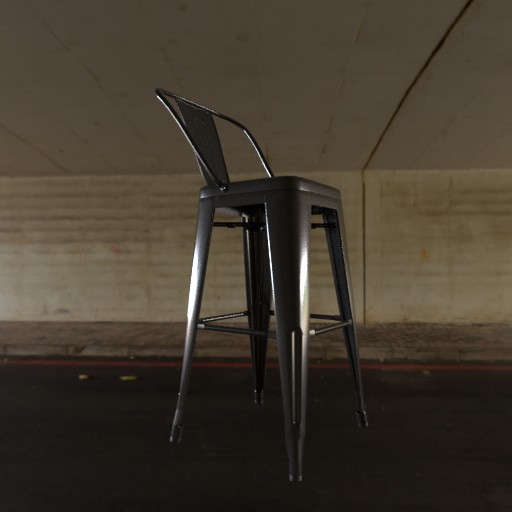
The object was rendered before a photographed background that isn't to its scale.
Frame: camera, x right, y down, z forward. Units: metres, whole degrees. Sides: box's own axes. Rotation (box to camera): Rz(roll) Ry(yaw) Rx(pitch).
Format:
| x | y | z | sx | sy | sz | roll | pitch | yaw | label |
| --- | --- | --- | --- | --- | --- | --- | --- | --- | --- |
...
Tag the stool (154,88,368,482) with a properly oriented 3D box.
| x | y | z | sx | sy | sz | roll | pitch | yaw | label |
| --- | --- | --- | --- | --- | --- | --- | --- | --- | --- |
| 0.000 | 0.000 | 1.308 | 0.528 | 1.022 | 0.432 | 0 | -1 | 35 | stool |
